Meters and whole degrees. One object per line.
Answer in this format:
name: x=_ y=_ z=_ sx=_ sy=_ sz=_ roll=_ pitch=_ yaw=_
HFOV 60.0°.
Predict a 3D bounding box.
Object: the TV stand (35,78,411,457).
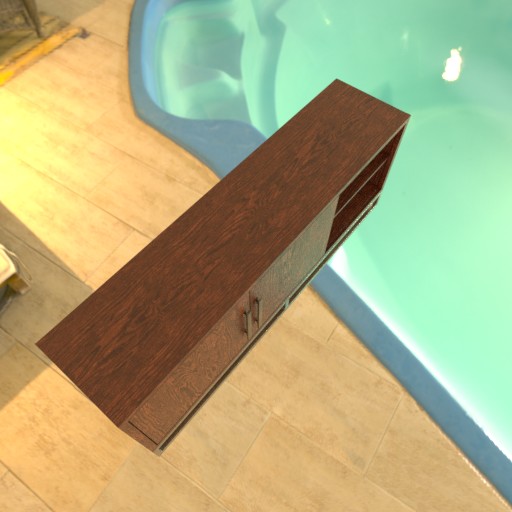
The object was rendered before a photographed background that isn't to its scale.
TV stand: x=0.000 y=0.000 z=1.769 sx=0.382 sy=0.578 sz=1.541 roll=35 pitch=65 yaw=19
